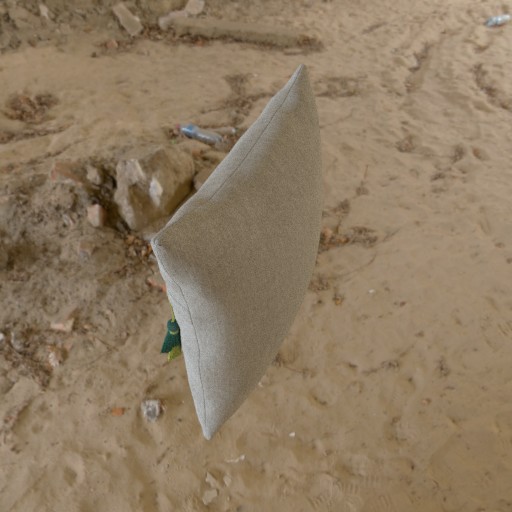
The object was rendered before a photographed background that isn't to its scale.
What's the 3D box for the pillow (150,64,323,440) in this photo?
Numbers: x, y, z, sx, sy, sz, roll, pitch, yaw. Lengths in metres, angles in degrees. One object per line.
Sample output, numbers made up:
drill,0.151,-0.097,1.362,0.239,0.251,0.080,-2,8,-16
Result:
pillow,0.000,0.000,0.698,0.173,0.436,0.433,17,48,16
